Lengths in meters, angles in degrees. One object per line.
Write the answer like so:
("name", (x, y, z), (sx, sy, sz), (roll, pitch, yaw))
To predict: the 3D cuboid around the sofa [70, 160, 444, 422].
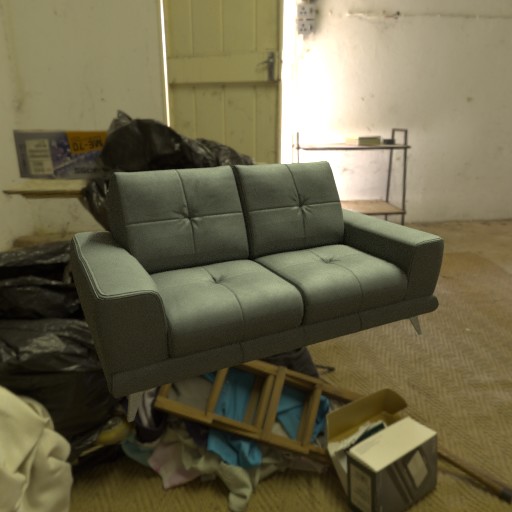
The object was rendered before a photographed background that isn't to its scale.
("sofa", (0.000, 0.000, 2.394), (1.806, 0.907, 1.018), (-9, 20, -26))
